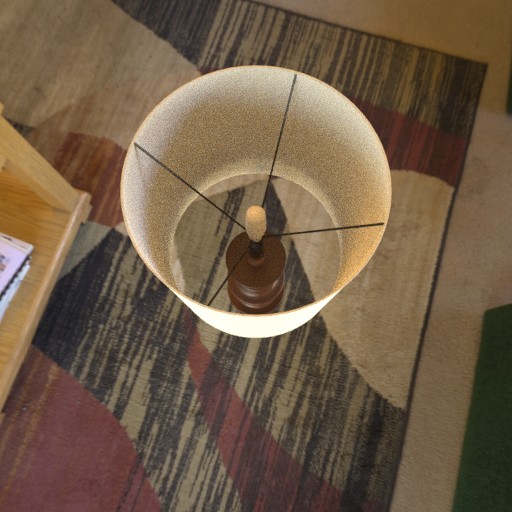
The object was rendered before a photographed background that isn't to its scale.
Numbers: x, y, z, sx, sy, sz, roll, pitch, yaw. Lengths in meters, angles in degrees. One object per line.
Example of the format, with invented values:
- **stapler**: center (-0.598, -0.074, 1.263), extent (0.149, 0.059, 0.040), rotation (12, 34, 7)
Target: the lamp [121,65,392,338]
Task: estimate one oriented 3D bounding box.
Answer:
- **lamp**: center (0.000, 0.000, 0.562), extent (0.208, 0.455, 0.208), rotation (-1, 75, 0)
